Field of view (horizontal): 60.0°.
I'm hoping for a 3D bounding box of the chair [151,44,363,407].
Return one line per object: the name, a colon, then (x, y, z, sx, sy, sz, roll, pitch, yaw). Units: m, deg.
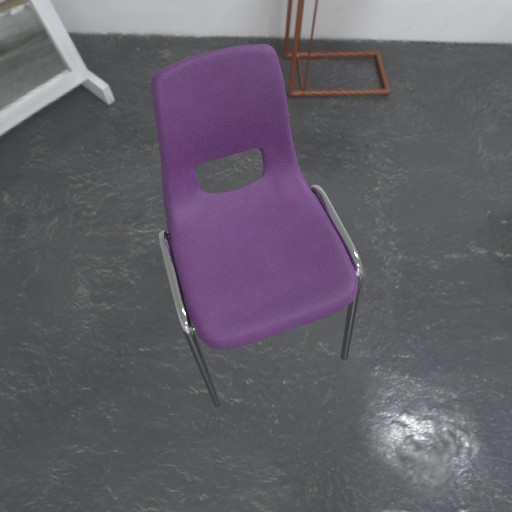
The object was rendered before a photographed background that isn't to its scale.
chair: (0.000, 0.000, 0.949, 0.381, 0.704, 0.432, -18, 65, -8)
